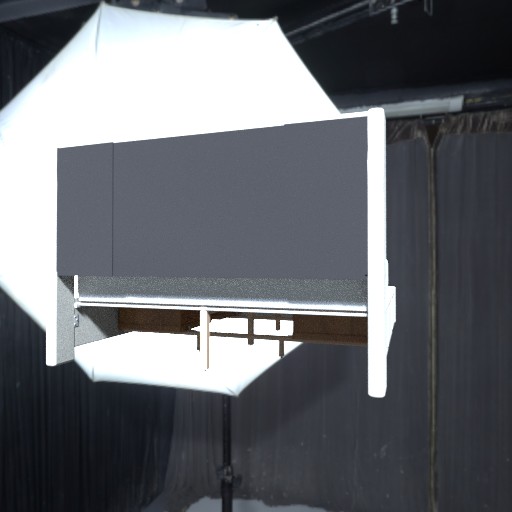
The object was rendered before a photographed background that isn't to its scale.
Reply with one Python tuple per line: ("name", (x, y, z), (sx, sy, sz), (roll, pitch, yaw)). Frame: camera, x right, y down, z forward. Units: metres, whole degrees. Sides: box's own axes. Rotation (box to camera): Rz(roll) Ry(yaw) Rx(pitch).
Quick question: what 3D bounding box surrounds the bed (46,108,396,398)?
("bed", (0.000, 0.000, 3.638), (2.140, 1.470, 2.280), (0, -1, 19))
